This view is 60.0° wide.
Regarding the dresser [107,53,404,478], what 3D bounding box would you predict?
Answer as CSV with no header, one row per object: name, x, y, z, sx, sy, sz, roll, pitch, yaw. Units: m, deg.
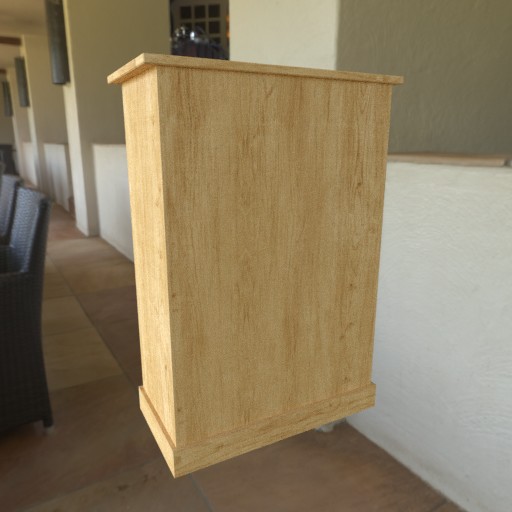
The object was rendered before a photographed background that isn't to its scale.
dresser,0.000,0.000,1.707,0.915,1.300,0.485,-8,16,-27
